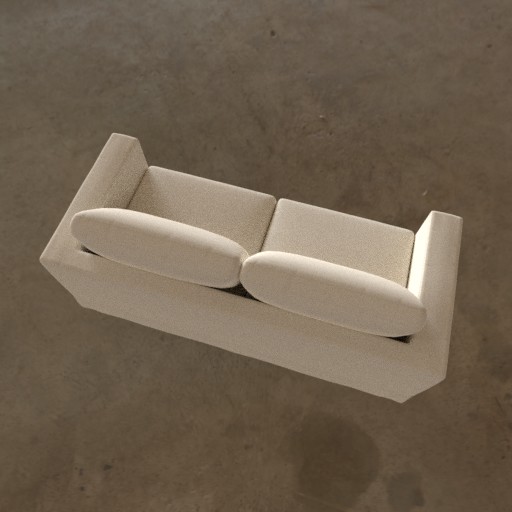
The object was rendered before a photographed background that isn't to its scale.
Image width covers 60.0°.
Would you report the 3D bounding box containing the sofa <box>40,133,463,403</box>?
[{"bbox_3d":[0.000,0.000,2.591,2.163,0.881,0.954,15,64,7],"label":"sofa"}]
